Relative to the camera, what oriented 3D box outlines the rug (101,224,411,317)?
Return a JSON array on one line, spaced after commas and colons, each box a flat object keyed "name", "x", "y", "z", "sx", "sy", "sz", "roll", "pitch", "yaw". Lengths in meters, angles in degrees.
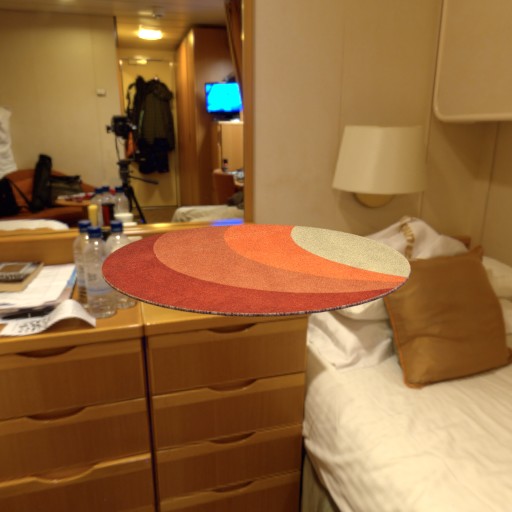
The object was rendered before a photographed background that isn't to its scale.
[{"name": "rug", "x": 0.000, "y": 0.000, "z": 2.286, "sx": 1.514, "sy": 0.015, "sz": 1.514, "roll": 0, "pitch": 16, "yaw": 0}]
